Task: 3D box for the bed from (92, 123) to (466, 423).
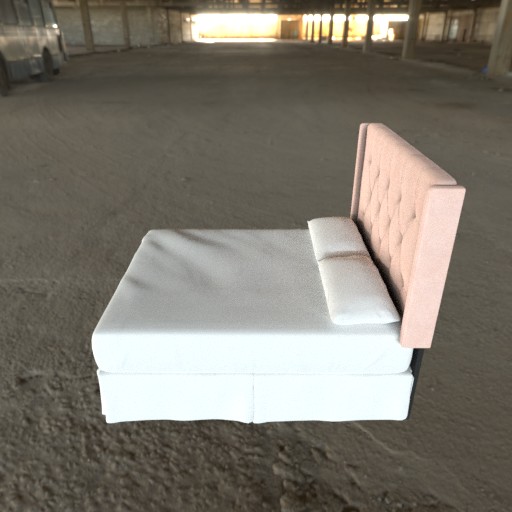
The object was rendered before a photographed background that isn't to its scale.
[{"bbox_3d":[0.000,0.000,3.292,2.066,1.665,1.719,0,27,0],"label":"bed"}]
